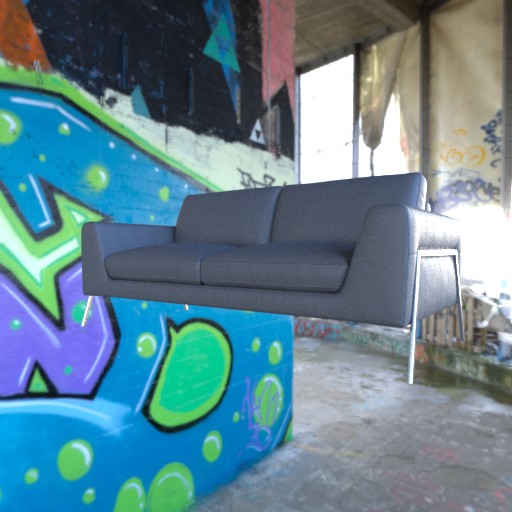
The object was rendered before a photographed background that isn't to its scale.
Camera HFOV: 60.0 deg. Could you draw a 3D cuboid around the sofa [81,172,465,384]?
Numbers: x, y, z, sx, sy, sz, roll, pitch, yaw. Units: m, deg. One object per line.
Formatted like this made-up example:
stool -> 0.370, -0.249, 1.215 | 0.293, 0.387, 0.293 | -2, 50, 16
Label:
sofa -> 0.000, 0.000, 2.519 | 2.017, 0.875, 0.953 | 1, 1, 36
